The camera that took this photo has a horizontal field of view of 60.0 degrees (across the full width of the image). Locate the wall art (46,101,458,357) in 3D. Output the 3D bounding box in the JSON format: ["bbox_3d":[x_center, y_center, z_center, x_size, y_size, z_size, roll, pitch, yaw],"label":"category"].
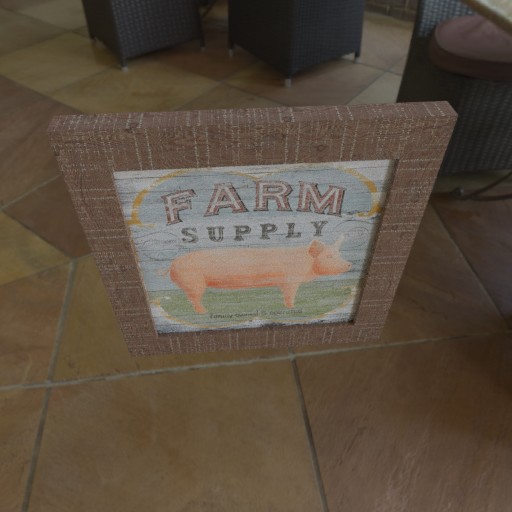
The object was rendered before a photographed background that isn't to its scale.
[{"bbox_3d":[0.000,0.000,0.773,0.531,0.531,0.040,-3,46,-3],"label":"wall art"}]
